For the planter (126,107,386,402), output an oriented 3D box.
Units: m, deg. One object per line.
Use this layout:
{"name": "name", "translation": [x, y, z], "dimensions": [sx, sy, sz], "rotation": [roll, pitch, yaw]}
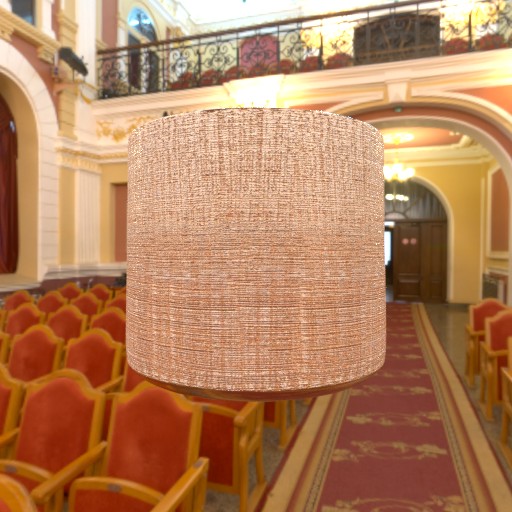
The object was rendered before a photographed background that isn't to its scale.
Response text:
{"name": "planter", "translation": [0.000, 0.000, 0.314], "dimensions": [0.177, 0.157, 0.177], "rotation": [0, 1, 0]}
